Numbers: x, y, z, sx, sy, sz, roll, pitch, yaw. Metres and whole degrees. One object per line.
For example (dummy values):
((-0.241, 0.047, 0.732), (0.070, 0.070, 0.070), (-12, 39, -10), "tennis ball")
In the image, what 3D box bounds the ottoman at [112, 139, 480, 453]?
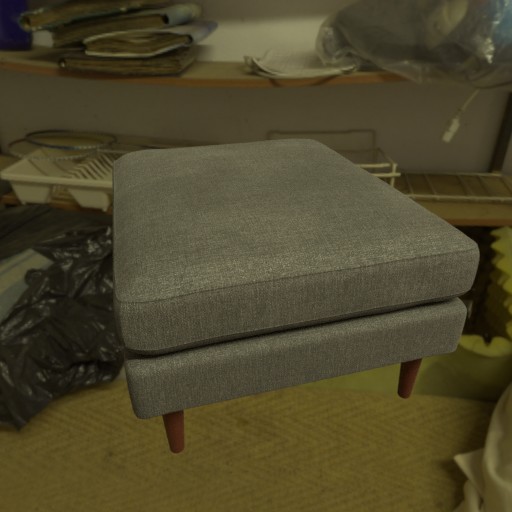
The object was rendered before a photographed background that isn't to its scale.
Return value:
((0.000, 0.000, 1.184), (0.693, 0.474, 0.821), (-8, 30, -14), "ottoman")
